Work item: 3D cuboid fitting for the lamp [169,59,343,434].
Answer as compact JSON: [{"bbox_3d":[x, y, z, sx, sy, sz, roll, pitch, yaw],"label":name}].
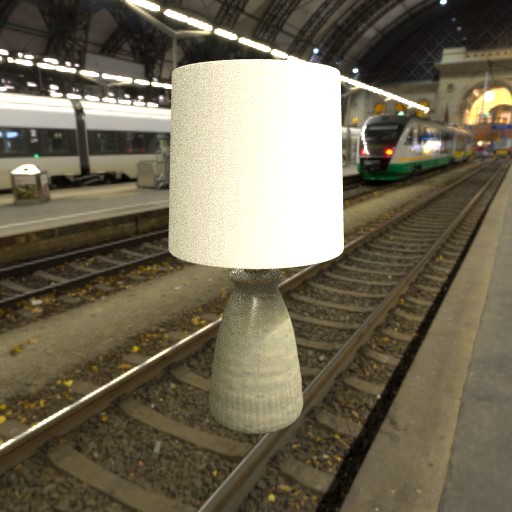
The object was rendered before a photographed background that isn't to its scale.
[{"bbox_3d":[0.000,0.000,0.484,0.186,0.369,0.186,0,14,0],"label":"lamp"}]
